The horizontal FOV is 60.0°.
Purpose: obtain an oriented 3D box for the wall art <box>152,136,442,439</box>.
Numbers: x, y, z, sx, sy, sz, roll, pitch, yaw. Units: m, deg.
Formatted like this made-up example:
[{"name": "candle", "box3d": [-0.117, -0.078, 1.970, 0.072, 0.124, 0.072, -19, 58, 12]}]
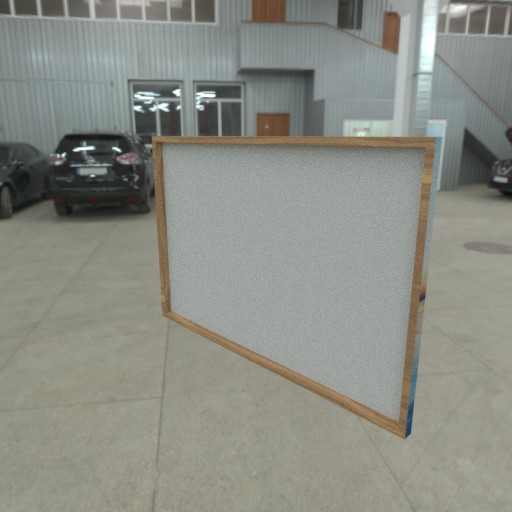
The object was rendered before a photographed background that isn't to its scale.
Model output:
[{"name": "wall art", "box3d": [0.000, 0.000, 0.771, 0.018, 0.402, 0.604, -14, 21, -42]}]
